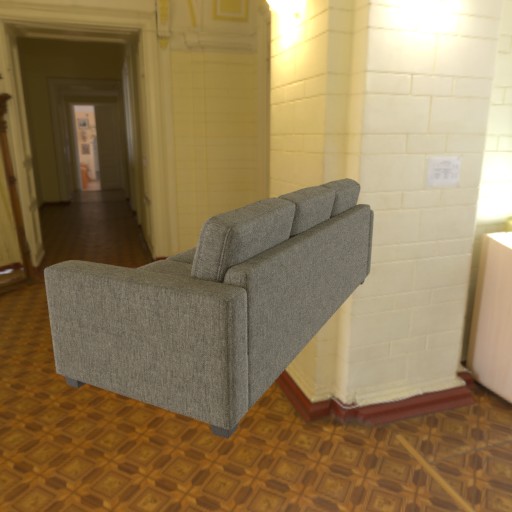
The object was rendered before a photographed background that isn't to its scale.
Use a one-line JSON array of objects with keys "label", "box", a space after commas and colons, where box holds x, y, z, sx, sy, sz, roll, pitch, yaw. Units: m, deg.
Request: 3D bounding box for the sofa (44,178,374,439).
[{"label": "sofa", "box": [0.000, 0.000, 2.588, 0.900, 0.800, 2.160, 7, 16, 26]}]
